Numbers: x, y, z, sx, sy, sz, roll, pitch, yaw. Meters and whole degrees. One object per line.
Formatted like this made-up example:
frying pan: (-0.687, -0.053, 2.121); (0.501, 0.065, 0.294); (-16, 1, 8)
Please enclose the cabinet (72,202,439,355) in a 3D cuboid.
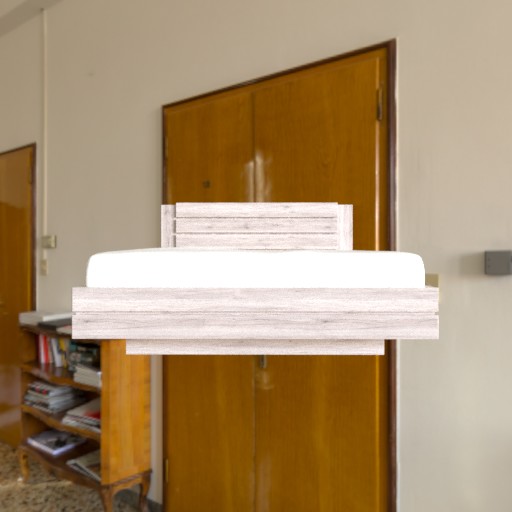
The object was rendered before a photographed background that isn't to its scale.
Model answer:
cabinet: (0.000, 0.000, 3.038); (1.750, 0.970, 2.080); (0, 0, 0)
